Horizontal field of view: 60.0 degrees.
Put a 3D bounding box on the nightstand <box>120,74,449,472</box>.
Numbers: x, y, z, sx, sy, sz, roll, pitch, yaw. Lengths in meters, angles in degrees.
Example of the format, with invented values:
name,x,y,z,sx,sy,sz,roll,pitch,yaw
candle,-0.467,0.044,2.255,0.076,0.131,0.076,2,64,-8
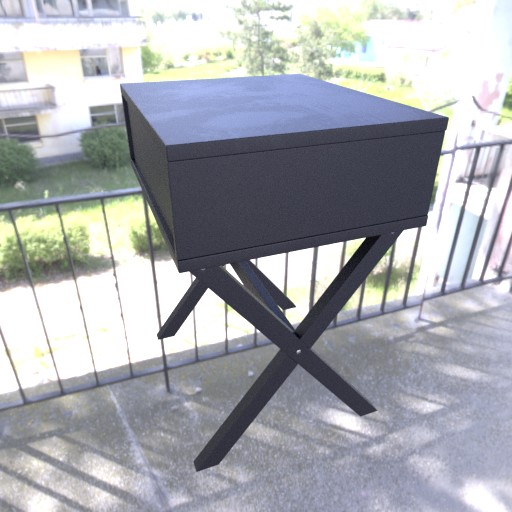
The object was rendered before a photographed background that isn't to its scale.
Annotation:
name,x,y,z,sx,sy,sz,roll,pitch,yaw
nightstand,0.000,0.000,0.911,0.402,0.623,0.479,-11,31,-18
